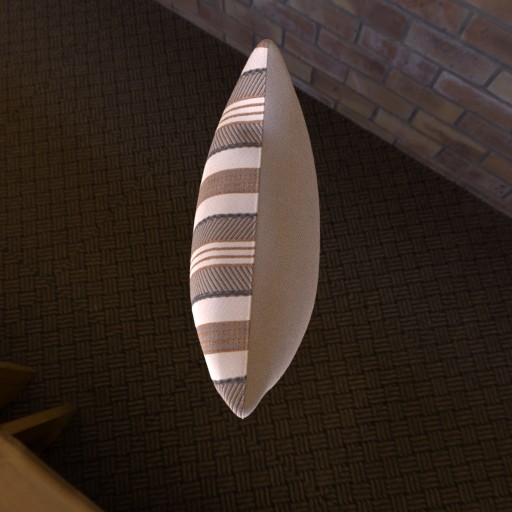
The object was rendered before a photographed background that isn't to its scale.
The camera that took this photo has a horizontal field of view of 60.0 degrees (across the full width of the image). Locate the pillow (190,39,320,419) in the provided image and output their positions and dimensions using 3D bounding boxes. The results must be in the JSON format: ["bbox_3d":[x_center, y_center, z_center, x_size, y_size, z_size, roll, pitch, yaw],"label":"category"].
[{"bbox_3d":[0.000,0.000,0.647,0.173,0.401,0.416,3,75,1],"label":"pillow"}]
